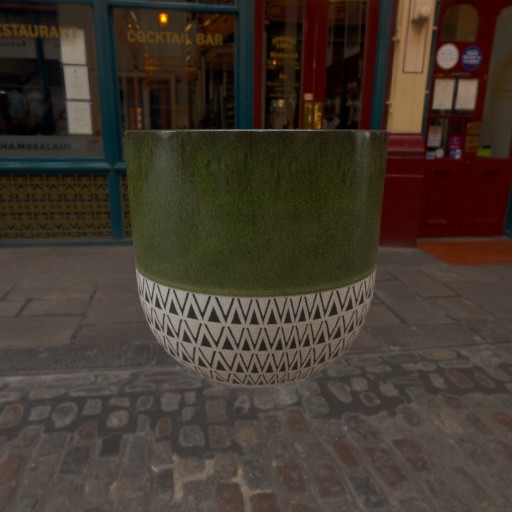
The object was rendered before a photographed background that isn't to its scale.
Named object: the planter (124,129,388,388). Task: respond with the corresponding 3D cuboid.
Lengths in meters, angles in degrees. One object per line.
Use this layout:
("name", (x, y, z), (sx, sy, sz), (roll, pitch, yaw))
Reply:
("planter", (0.000, 0.000, 0.497), (0.266, 0.270, 0.266), (0, 15, 0))
